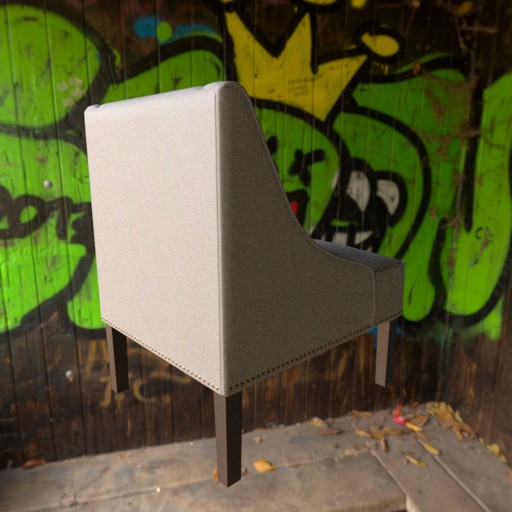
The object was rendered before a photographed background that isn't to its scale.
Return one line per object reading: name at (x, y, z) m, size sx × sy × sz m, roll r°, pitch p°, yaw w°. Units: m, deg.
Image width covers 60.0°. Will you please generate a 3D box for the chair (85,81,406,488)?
chair at (0.000, 0.000, 1.345) m, size 0.747 × 0.867 × 0.631 m, roll -12°, pitch 17°, yaw -41°
